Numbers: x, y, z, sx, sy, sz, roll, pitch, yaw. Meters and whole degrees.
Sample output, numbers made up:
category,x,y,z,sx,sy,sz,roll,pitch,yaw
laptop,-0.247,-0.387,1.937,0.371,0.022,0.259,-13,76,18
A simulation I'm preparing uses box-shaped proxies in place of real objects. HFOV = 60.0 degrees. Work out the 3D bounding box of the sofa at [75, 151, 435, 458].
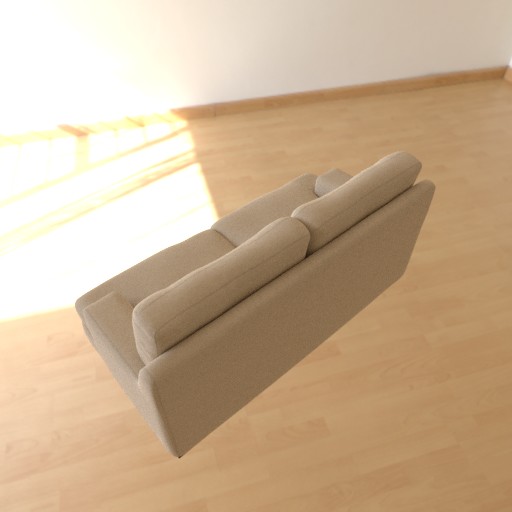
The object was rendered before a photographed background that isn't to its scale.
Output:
category,x,y,z,sx,sy,sz,roll,pitch,yaw
sofa,0.000,0.000,2.504,1.885,0.967,0.962,-32,53,-28
